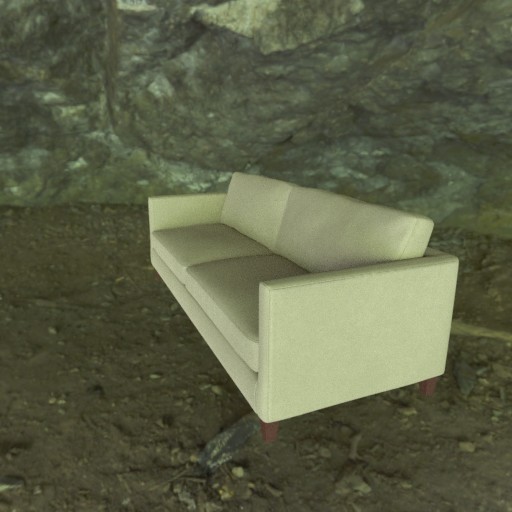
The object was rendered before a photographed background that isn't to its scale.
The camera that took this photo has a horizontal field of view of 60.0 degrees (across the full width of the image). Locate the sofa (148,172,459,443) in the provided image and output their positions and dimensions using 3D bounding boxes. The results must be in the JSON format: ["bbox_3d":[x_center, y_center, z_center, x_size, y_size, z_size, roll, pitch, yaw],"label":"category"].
[{"bbox_3d":[0.000,0.000,2.881,0.988,0.912,2.404,-7,17,-22],"label":"sofa"}]
